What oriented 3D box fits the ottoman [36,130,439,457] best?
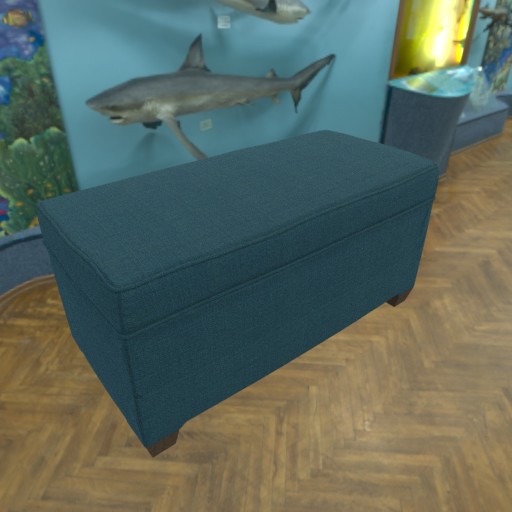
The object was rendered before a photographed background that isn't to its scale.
[{"bbox_3d":[0.000,0.000,1.194,0.943,0.474,0.474,-22,38,-32],"label":"ottoman"}]
